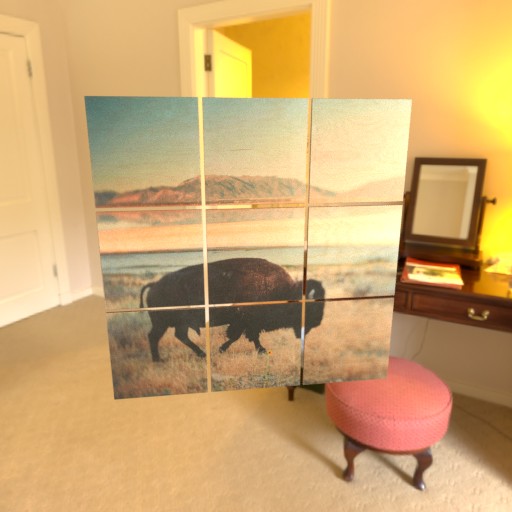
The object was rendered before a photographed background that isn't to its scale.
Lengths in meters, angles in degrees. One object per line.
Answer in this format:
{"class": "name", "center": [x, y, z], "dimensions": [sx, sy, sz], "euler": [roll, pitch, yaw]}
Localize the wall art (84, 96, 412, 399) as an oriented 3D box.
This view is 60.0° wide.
{"class": "wall art", "center": [0.000, 0.000, 2.274], "dimensions": [1.533, 1.532, 0.019], "euler": [-2, 16, -8]}
